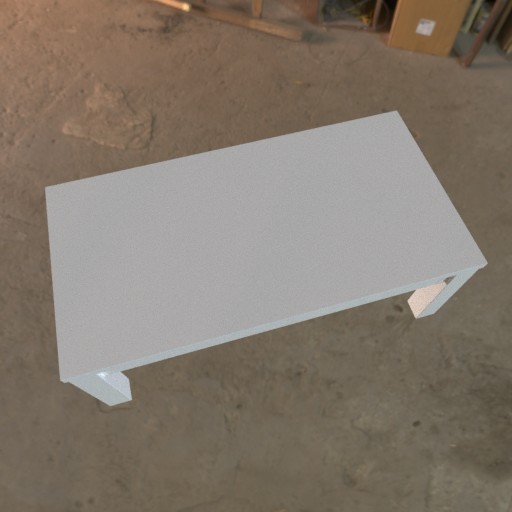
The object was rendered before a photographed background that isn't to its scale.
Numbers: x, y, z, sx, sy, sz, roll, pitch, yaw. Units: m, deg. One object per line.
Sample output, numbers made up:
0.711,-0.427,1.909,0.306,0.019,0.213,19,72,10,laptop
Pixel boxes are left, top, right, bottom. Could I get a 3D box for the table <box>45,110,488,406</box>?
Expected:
0.000,0.000,1.702,1.350,0.470,0.700,-14,63,-7,table
